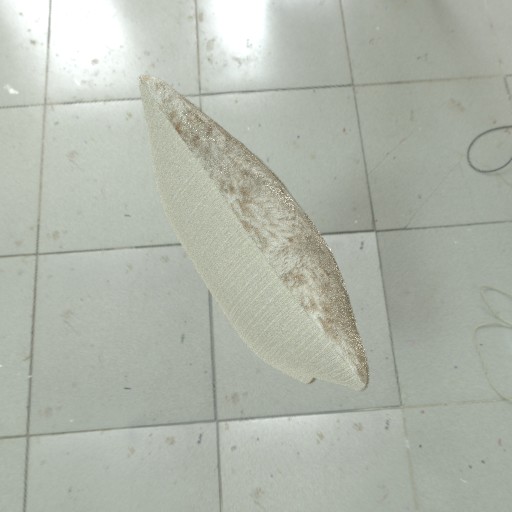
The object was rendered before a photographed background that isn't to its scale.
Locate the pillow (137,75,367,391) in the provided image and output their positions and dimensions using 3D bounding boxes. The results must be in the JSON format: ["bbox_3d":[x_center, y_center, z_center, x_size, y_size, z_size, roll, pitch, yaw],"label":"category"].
[{"bbox_3d":[0.000,0.000,0.834,0.216,0.525,0.538,-33,78,-8],"label":"pillow"}]
